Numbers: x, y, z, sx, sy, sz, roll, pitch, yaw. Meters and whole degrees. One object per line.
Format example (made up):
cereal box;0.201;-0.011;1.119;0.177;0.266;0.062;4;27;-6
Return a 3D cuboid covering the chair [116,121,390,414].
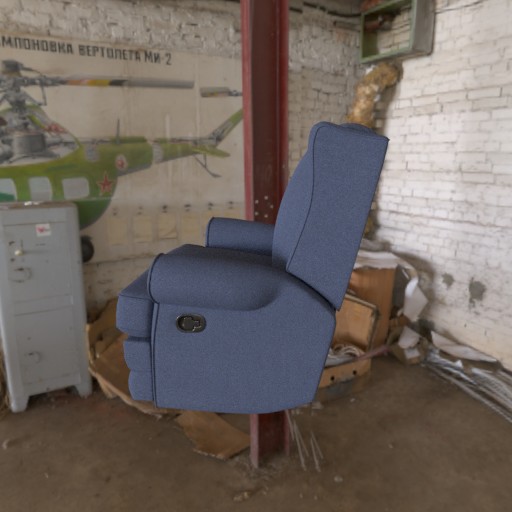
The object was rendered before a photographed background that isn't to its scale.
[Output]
chair;0.000;0.000;1.788;0.877;1.020;0.971;2;13;7
